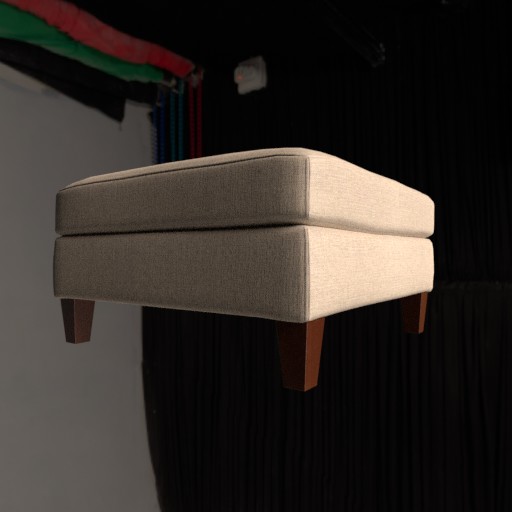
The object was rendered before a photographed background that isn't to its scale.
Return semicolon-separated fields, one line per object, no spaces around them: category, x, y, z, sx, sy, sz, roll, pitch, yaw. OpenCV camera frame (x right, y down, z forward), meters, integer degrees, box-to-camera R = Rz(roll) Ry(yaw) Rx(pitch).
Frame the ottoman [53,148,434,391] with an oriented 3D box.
ottoman;0.000;0.000;1.327;0.838;0.481;0.838;0;0;36
